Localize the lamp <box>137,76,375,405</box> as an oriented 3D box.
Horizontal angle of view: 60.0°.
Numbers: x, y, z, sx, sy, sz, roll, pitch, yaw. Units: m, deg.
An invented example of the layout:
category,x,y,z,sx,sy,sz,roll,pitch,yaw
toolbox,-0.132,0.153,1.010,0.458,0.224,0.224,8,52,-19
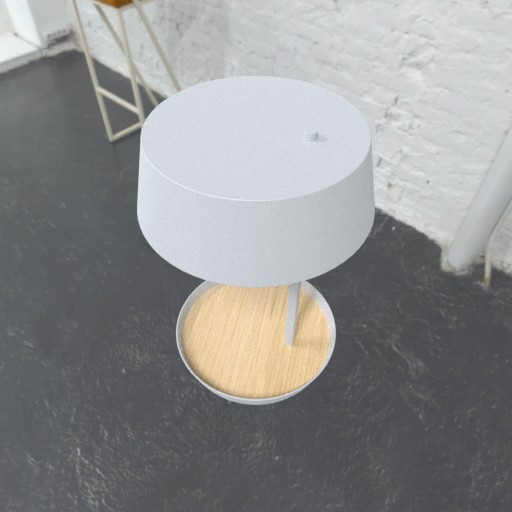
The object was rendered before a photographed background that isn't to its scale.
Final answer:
category,x,y,z,sx,sy,sz,roll,pitch,yaw
lamp,0.000,0.000,0.631,0.291,0.429,0.291,0,47,0
